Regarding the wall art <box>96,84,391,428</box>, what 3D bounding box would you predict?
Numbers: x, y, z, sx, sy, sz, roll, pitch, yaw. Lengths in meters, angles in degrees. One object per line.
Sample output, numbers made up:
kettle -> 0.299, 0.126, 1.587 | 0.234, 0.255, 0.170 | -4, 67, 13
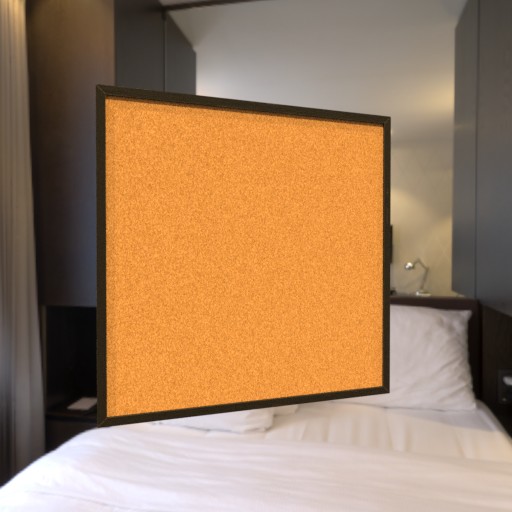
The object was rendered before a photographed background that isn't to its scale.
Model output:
wall art -> 0.000, 0.000, 0.747 | 0.506, 0.506, 0.036 | 0, 1, -18
